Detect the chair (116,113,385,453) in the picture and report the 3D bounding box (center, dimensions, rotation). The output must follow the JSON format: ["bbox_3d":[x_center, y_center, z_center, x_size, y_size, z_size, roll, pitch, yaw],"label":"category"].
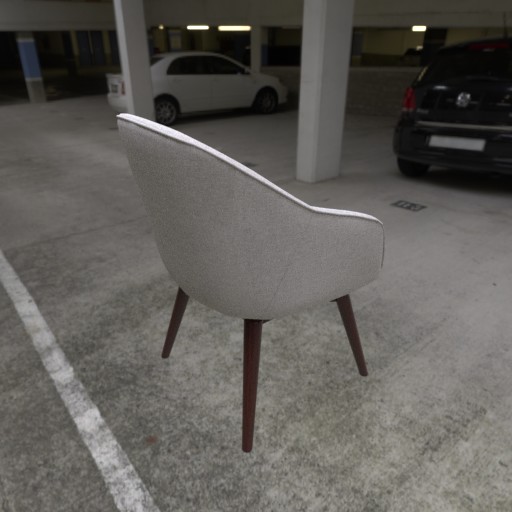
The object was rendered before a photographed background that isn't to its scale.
[{"bbox_3d":[0.000,0.000,1.252,0.635,0.823,0.596,-20,33,-33],"label":"chair"}]
